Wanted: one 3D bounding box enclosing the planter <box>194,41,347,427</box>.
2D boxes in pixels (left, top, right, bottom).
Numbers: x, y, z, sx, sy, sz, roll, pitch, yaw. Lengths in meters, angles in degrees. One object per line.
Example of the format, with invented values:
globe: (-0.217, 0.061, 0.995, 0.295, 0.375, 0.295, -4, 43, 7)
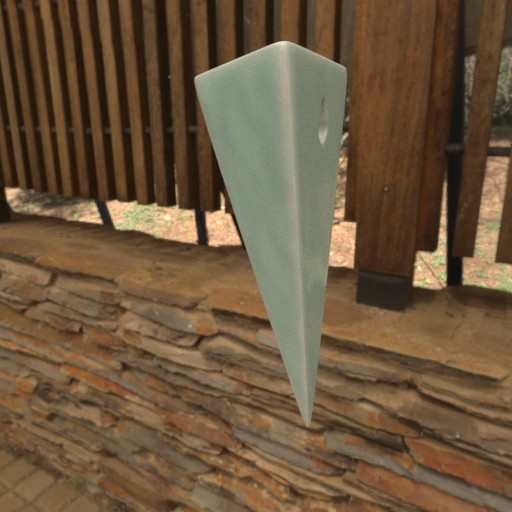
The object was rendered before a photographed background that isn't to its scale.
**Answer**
planter: (0.000, 0.000, 0.219, 0.064, 0.178, 0.080, 8, 18, 25)
